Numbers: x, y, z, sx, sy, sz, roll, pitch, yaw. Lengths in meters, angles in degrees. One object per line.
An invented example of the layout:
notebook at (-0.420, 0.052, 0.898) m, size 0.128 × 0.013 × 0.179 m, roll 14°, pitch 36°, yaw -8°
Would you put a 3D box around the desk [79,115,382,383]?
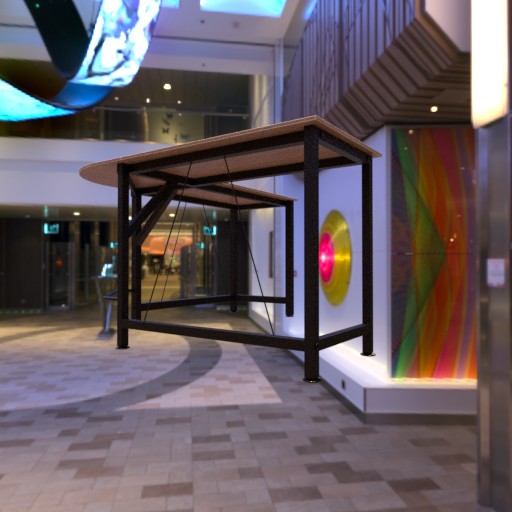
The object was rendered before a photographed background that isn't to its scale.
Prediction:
desk at (0.000, 0.000, 2.218) m, size 1.400 × 0.762 × 1.400 m, roll -1°, pitch -1°, yaw 35°
